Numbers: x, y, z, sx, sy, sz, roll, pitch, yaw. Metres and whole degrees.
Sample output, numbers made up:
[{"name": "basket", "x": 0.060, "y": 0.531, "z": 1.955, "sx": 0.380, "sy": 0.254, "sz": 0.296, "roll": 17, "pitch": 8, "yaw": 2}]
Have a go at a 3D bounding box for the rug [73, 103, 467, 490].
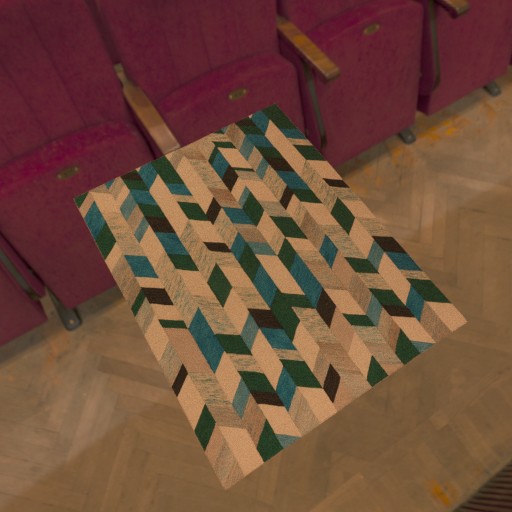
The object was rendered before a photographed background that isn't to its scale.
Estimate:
[{"name": "rug", "x": 0.000, "y": 0.000, "z": 4.126, "sx": 2.440, "sy": 0.008, "sz": 3.036, "roll": -29, "pitch": 67, "yaw": -14}]
